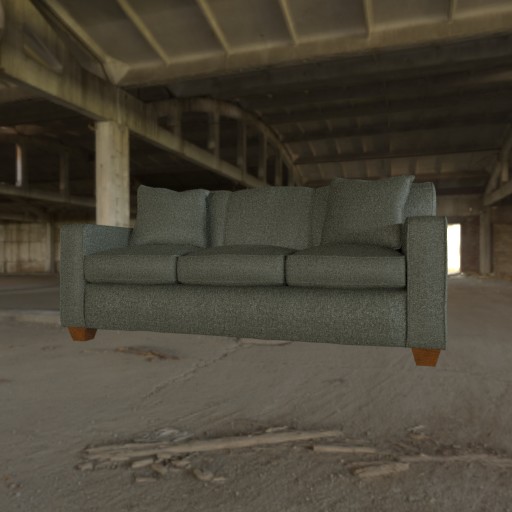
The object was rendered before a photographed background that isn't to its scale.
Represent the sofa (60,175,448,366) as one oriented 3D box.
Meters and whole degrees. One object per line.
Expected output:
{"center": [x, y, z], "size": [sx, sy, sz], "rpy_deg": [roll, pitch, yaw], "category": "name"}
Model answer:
{"center": [0.000, 0.000, 2.604], "size": [2.024, 0.958, 0.997], "rpy_deg": [0, 0, 18], "category": "sofa"}
